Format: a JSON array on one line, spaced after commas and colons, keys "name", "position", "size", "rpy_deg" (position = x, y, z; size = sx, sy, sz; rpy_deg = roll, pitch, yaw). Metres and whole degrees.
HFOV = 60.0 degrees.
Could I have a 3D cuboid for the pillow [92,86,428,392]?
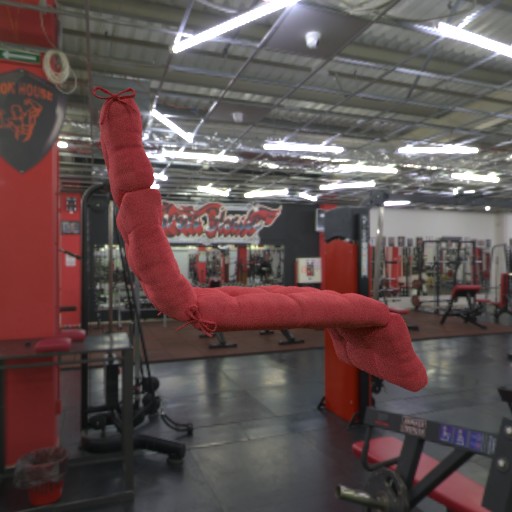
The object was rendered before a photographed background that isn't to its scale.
[{"name": "pillow", "position": [0.000, 0.000, 1.484], "size": [1.016, 0.863, 0.526], "rpy_deg": [0, -1, -18]}]
